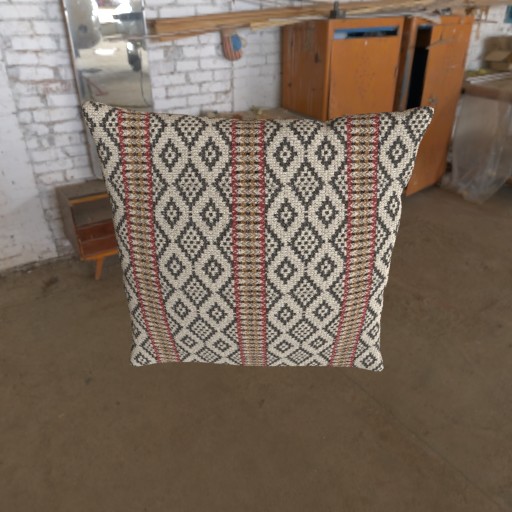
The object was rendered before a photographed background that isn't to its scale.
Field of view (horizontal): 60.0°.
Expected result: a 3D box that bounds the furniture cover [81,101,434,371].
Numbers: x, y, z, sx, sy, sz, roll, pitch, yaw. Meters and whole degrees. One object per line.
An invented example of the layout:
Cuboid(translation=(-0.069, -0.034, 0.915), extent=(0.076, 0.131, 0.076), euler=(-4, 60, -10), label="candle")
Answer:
Cuboid(translation=(0.000, 0.000, 0.759), extent=(0.503, 0.506, 0.182), euler=(1, 30, 2), label="furniture cover")
